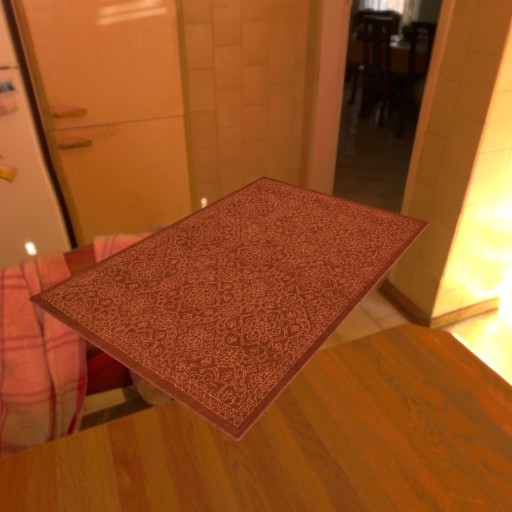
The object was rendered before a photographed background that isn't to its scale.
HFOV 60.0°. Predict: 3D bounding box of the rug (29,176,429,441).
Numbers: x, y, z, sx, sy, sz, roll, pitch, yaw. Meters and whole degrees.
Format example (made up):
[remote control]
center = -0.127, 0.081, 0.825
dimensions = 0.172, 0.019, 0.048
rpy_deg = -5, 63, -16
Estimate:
[rug]
center = 0.000, 0.000, 2.321
dimensions = 1.219, 0.010, 1.829
rpy_deg = 22, 38, 30
